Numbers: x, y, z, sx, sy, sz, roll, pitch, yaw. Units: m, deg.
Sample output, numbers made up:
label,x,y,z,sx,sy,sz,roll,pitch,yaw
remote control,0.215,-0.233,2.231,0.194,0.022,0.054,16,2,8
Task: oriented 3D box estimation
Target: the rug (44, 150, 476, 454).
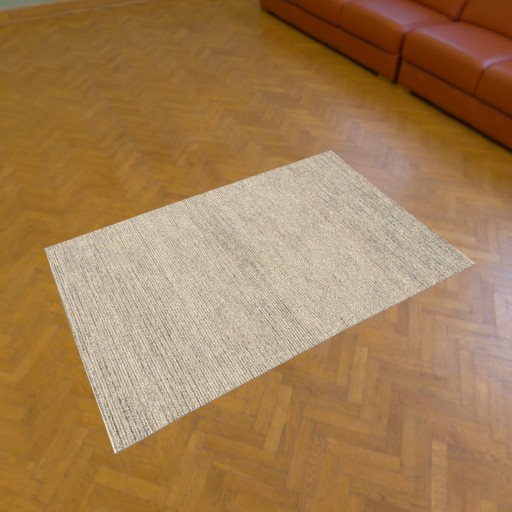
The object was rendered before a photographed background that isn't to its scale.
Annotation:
label,x,y,z,sx,sy,sz,roll,pitch,yaw
rug,0.000,0.000,2.192,1.804,0.022,1.162,-22,50,-20
